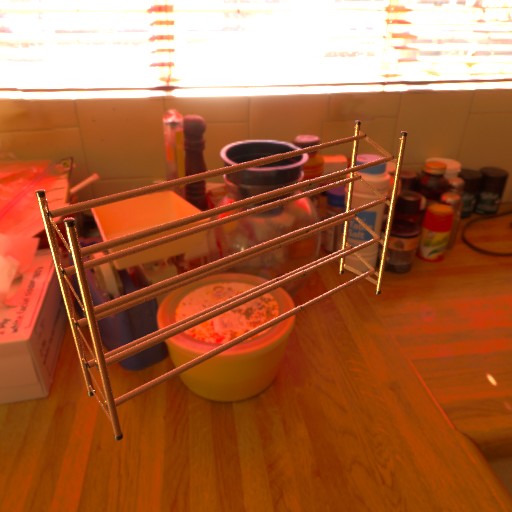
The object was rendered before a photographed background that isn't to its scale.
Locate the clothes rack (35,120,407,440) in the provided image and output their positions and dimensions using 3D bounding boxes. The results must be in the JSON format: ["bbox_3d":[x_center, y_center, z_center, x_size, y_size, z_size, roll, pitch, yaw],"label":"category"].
[{"bbox_3d":[0.000,0.000,1.455,1.168,0.672,0.229,-22,36,-33],"label":"clothes rack"}]
